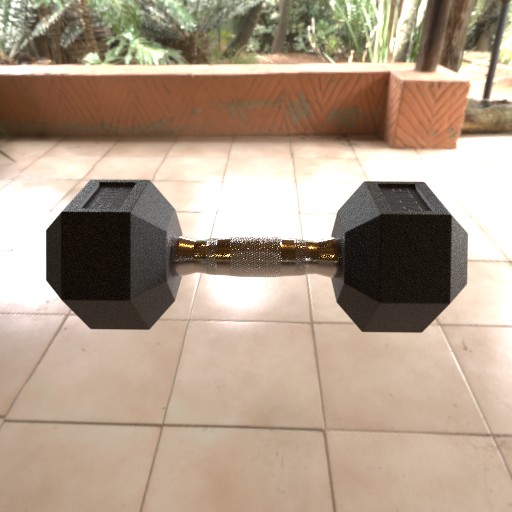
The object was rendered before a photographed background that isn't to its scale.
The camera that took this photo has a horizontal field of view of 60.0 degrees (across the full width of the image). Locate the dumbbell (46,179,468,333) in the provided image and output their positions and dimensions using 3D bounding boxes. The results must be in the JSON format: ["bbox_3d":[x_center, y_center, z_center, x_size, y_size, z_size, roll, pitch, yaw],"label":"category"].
[{"bbox_3d":[0.000,0.000,0.342,0.297,0.101,0.116,0,31,1],"label":"dumbbell"}]
